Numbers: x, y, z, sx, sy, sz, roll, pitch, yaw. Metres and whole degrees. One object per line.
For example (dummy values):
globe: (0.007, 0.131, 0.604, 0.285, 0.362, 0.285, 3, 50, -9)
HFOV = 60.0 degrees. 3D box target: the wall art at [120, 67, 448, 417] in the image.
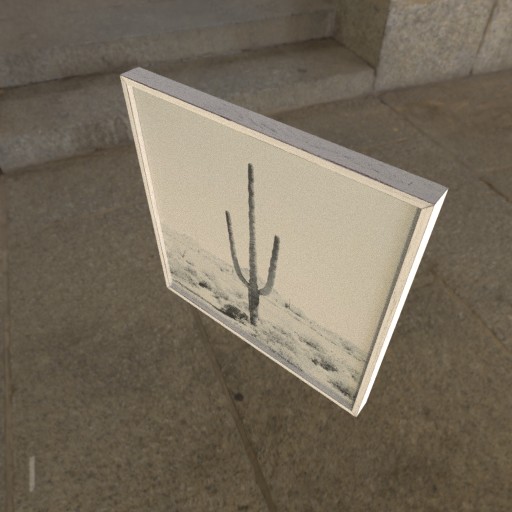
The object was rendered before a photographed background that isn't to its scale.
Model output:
wall art: (0.000, 0.000, 0.766, 0.508, 0.508, 0.038, 30, 53, 26)
